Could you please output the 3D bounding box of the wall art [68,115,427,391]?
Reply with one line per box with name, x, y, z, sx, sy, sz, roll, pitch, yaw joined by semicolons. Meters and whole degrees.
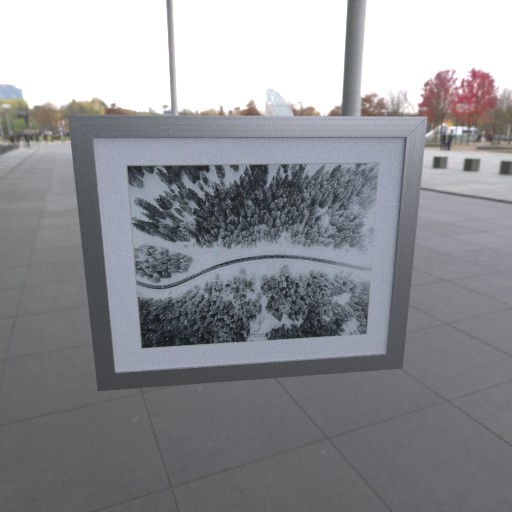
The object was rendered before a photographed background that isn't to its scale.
wall art;0.000;0.000;0.758;0.557;0.456;0.032;-2;16;-8
